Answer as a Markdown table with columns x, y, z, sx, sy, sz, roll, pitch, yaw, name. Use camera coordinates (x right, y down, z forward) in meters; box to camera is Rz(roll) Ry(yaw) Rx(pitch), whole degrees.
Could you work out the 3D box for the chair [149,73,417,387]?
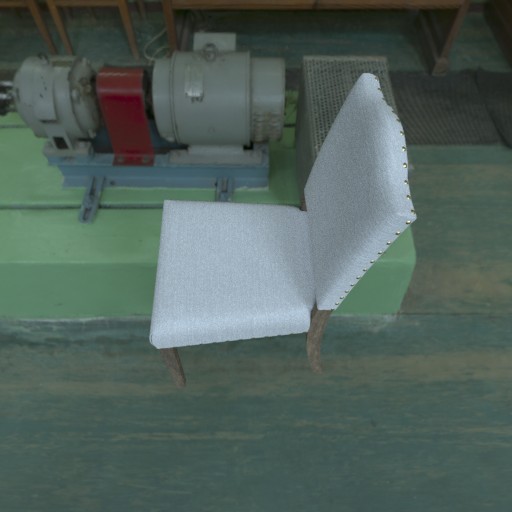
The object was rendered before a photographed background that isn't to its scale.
| x | y | z | sx | sy | sz | roll | pitch | yaw | name |
| --- | --- | --- | --- | --- | --- | --- | --- | --- | --- |
| 0.000 | 0.000 | 1.350 | 0.620 | 1.020 | 0.508 | -1 | 58 | -1 | chair |
